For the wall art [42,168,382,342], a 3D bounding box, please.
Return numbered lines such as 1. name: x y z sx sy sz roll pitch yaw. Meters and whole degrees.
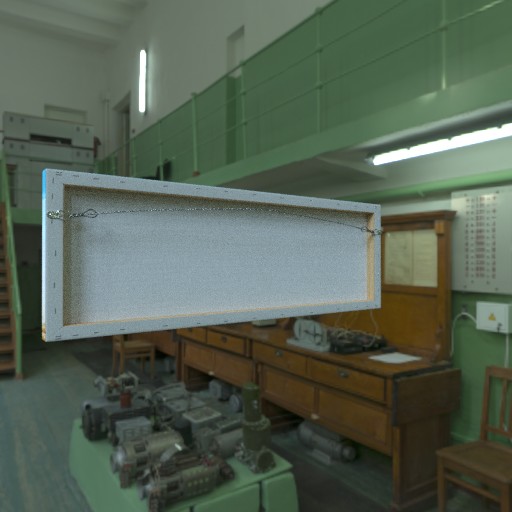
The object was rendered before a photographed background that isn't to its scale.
1. wall art: 0.000 0.000 0.869 0.759 0.254 0.044 0 0 -36
